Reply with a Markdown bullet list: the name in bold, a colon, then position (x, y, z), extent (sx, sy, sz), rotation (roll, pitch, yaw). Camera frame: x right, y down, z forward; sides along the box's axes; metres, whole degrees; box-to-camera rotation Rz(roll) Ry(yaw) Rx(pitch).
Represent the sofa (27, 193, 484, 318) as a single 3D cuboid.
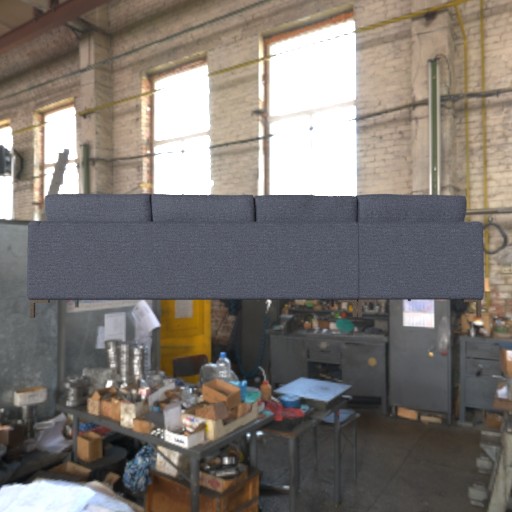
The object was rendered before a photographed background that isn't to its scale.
- **sofa**: position (0.000, 0.000, 2.880), extent (2.445, 0.673, 1.125), rotation (0, -1, -1)
